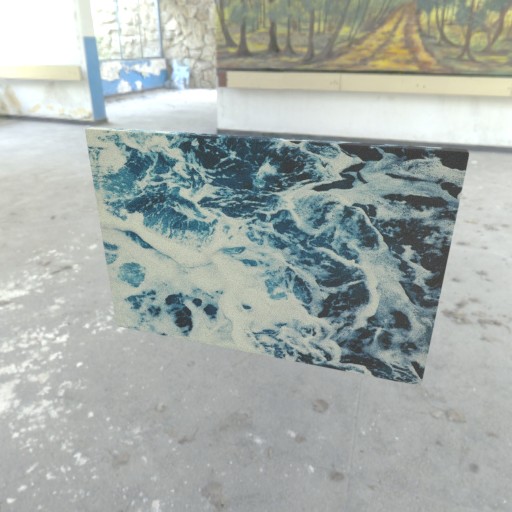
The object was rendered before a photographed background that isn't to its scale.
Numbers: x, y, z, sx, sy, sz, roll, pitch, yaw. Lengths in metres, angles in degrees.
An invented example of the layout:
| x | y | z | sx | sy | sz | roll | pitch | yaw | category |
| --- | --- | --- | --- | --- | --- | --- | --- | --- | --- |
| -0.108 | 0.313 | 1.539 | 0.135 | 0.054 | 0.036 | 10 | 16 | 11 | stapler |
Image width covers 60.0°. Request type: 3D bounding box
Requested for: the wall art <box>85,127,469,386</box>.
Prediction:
| x | y | z | sx | sy | sz | roll | pitch | yaw | category |
| --- | --- | --- | --- | --- | --- | --- | --- | --- | --- |
| 0.000 | 0.000 | 1.938 | 1.524 | 1.017 | 0.055 | 8 | 27 | 16 | wall art |
